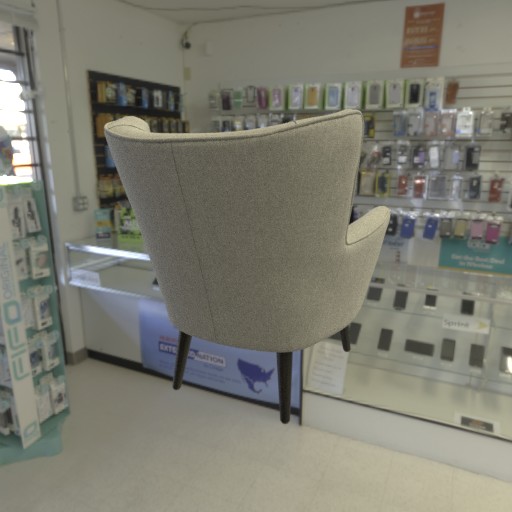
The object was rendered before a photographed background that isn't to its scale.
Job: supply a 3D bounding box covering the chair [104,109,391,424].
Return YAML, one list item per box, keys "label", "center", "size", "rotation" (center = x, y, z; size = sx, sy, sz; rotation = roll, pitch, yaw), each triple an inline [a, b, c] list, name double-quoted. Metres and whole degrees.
- label: "chair"
  center: [0.000, 0.000, 1.546]
  size: [0.781, 0.933, 0.888]
  rotation: [7, 16, 27]
